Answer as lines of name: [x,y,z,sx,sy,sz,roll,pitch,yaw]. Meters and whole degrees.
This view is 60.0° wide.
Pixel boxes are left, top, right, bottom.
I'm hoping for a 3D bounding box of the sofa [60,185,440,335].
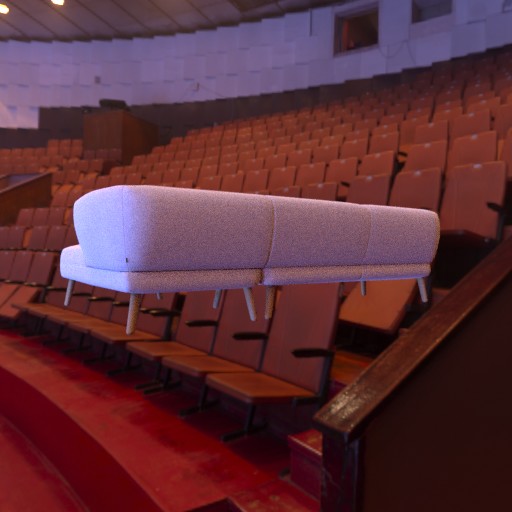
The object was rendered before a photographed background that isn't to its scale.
sofa: [0.000,0.000,3.385,2.660,0.730,1.610,0,1,-35]
